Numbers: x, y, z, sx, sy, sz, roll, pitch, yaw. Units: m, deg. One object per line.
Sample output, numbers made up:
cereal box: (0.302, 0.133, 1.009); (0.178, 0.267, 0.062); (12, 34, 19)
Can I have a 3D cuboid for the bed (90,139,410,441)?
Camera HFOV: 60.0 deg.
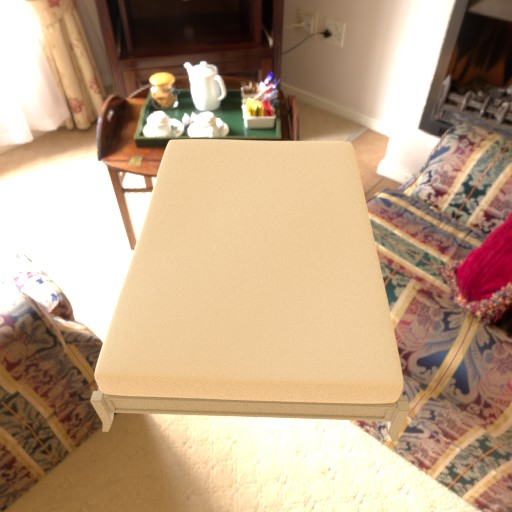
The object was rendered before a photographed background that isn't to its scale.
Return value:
bed: (0.000, 0.000, 2.688); (1.460, 0.510, 1.985); (1, 46, 1)
